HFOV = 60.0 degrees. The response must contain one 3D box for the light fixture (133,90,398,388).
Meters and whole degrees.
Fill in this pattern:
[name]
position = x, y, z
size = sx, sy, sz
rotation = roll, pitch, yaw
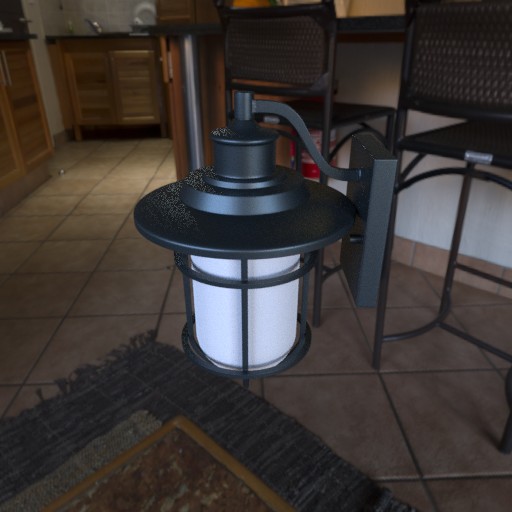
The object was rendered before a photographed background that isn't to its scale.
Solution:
[light fixture]
position = 0.000, 0.000, 0.493
size = 0.252, 0.345, 0.222
rotation = 0, 27, 0
